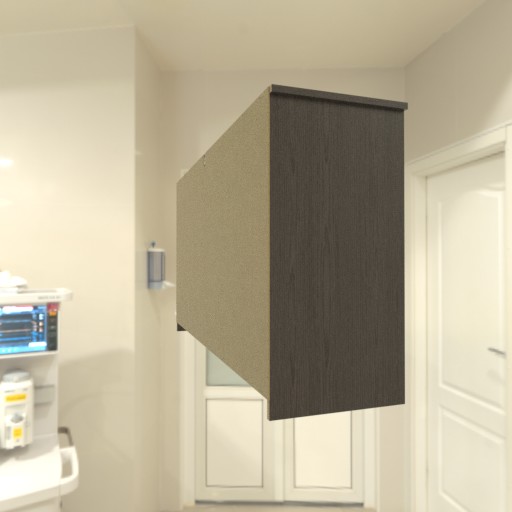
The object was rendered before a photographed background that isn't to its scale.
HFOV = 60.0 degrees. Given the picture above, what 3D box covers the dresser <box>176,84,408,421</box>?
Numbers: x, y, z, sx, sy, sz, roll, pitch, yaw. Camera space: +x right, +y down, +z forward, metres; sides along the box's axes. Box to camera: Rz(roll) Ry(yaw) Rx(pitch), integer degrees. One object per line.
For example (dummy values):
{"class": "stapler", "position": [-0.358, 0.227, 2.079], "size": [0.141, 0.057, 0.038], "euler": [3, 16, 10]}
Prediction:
{"class": "dresser", "position": [0.000, 0.000, 1.691], "size": [0.401, 0.755, 1.360], "euler": [0, -1, -19]}
